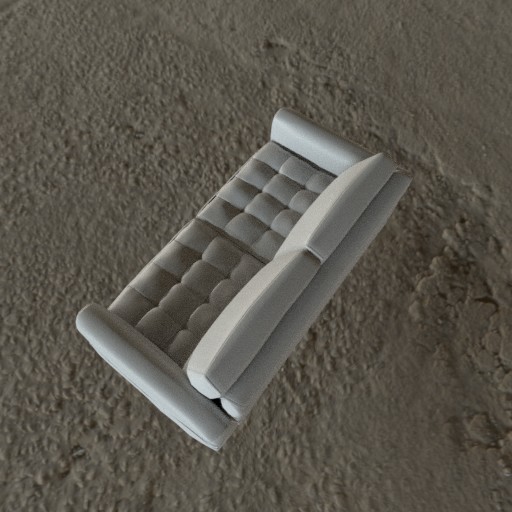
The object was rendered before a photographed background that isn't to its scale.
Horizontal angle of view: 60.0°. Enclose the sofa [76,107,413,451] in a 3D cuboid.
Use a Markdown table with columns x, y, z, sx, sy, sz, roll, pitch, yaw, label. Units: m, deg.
| x | y | z | sx | sy | sz | roll | pitch | yaw | label |
| --- | --- | --- | --- | --- | --- | --- | --- | --- | --- |
| 0.000 | 0.000 | 2.890 | 1.121 | 0.930 | 2.177 | 34 | 68 | 16 | sofa |
